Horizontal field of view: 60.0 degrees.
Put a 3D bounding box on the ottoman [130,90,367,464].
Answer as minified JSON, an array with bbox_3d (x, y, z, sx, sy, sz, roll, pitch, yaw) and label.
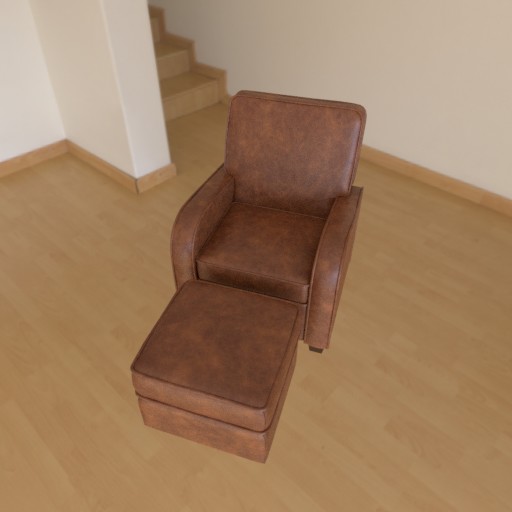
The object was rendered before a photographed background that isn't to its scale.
[{"bbox_3d":[0.000,0.000,1.861,0.732,0.904,1.314,12,42,13],"label":"ottoman"}]
